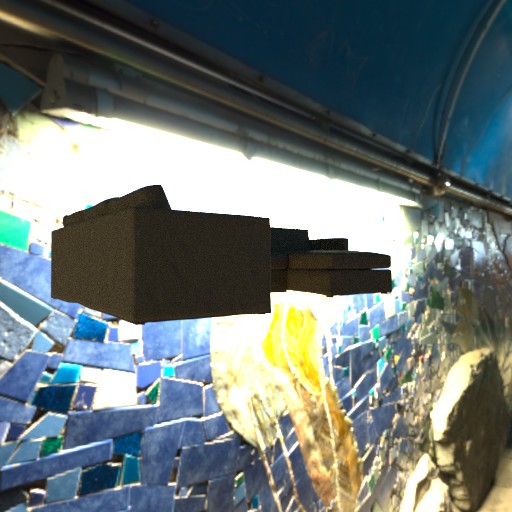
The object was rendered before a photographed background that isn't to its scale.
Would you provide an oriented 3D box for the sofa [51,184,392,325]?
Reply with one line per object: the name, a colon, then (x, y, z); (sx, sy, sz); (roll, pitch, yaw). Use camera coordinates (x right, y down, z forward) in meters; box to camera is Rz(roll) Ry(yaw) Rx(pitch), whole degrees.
sofa: (0.000, 0.000, 4.548); (3.460, 0.882, 2.427); (1, -1, -35)
